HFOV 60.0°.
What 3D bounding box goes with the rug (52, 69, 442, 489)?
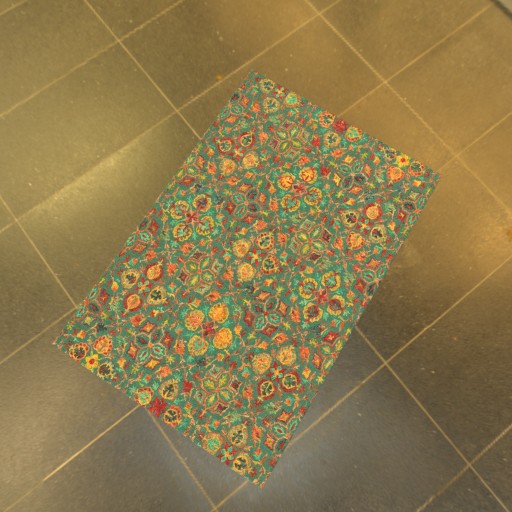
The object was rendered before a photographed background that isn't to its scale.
[{"bbox_3d":[0.000,0.000,2.858,1.527,0.016,2.290,32,79,7],"label":"rug"}]
